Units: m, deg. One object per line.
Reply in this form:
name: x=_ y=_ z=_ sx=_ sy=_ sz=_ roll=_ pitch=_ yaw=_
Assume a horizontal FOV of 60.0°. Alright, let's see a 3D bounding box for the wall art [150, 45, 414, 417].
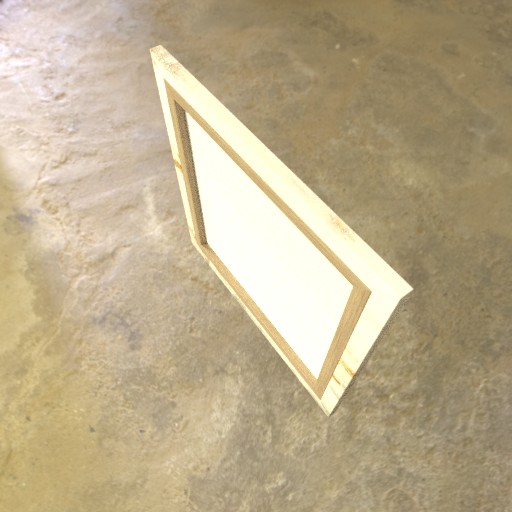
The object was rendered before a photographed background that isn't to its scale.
wall art: x=0.000 y=0.000 z=1.522 sx=0.040 sy=1.018 sz=1.015 roll=-32 pitch=63 yaw=-18
